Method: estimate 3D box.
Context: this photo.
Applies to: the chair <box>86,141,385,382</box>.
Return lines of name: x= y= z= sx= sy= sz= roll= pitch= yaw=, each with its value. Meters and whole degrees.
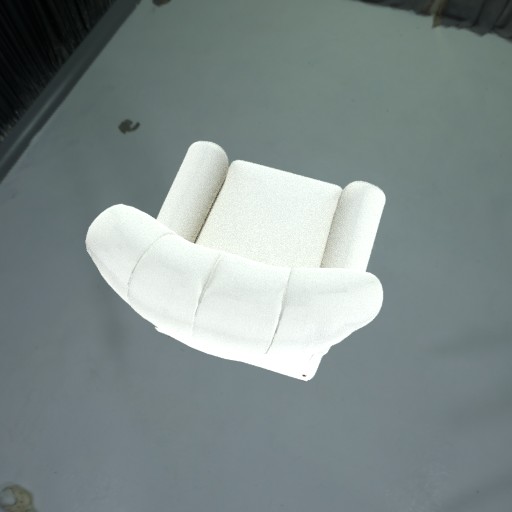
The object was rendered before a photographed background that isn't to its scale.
chair: x=0.000 y=0.000 z=2.033 sx=1.035 sy=1.169 sz=1.132 roll=16 pitch=64 yaw=8
